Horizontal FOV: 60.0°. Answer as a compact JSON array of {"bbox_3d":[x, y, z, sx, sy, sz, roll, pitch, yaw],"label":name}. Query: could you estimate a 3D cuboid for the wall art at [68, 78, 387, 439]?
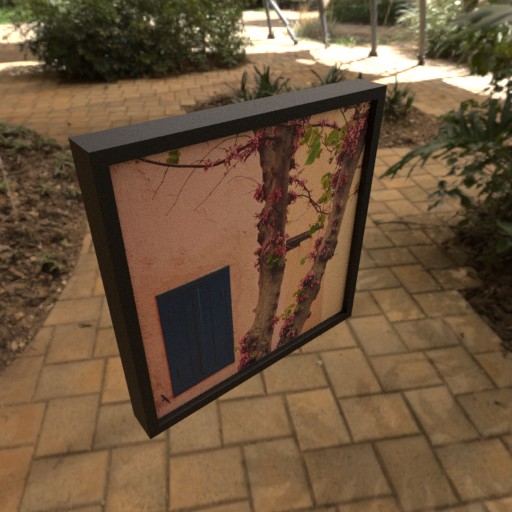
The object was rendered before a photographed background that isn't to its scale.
[{"bbox_3d":[0.000,0.000,0.459,0.305,0.304,0.038,-24,40,-31],"label":"wall art"}]
